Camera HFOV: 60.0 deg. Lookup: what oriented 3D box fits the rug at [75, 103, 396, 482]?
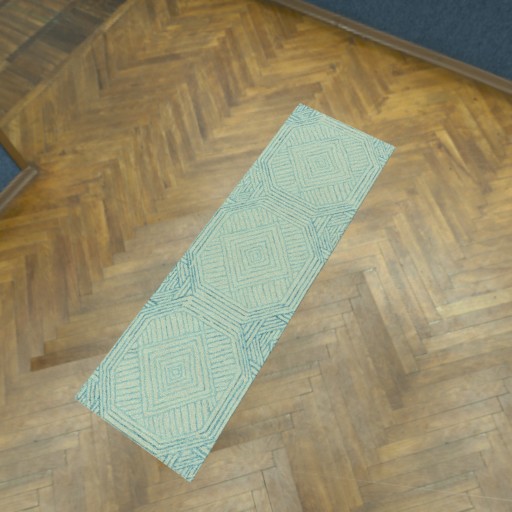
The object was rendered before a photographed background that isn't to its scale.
[{"bbox_3d":[0.000,0.000,2.729,0.775,0.012,2.452,29,68,13],"label":"rug"}]
